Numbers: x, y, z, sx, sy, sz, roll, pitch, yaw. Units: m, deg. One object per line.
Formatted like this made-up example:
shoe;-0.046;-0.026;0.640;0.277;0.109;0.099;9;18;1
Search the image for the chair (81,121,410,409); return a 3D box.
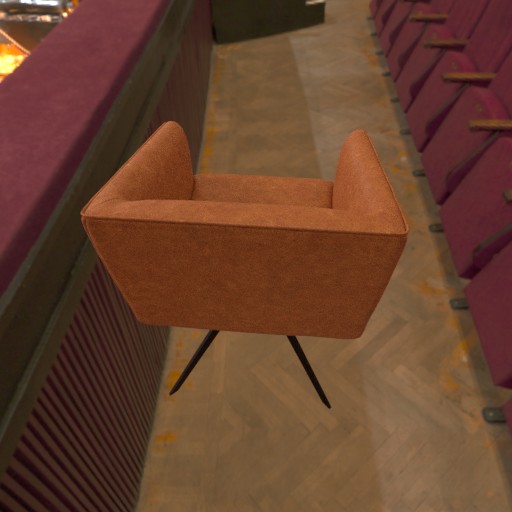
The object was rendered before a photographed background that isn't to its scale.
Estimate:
chair;0.000;0.000;1.235;0.588;0.760;0.625;4;45;4
